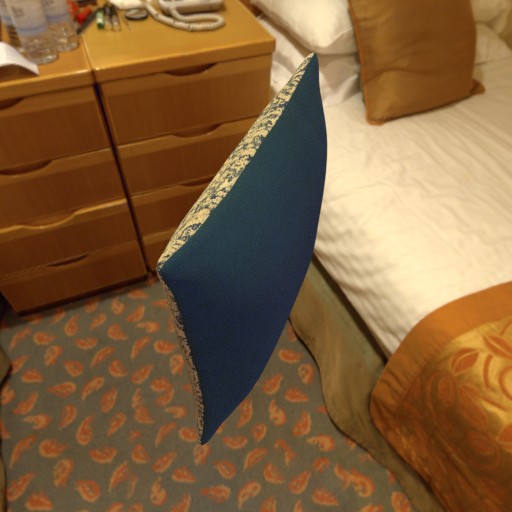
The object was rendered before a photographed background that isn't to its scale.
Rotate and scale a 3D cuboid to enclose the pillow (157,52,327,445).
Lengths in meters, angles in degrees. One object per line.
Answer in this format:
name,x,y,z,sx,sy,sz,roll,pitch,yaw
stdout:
pillow,0.000,0.000,0.778,0.166,0.510,0.523,17,50,14
